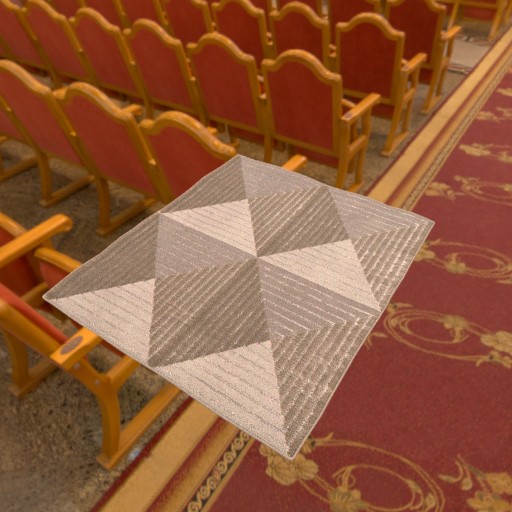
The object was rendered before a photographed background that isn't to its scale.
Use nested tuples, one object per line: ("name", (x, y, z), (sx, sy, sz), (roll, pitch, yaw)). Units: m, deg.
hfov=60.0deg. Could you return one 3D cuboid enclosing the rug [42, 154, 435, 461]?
("rug", (0.000, 0.000, 0.913), (0.551, 0.008, 0.642), (24, 48, 24))
